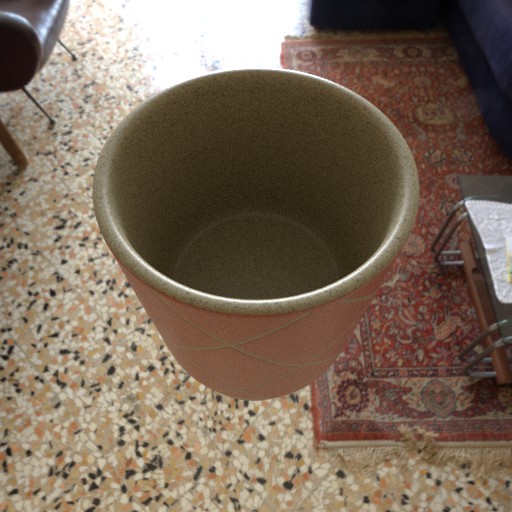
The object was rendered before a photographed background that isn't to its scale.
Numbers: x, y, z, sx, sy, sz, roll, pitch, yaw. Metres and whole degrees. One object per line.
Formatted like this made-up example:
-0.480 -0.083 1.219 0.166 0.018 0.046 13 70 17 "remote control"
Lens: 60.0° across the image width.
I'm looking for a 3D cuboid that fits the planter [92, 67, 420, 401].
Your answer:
0.000 0.000 0.346 0.191 0.200 0.191 0 58 0 "planter"
